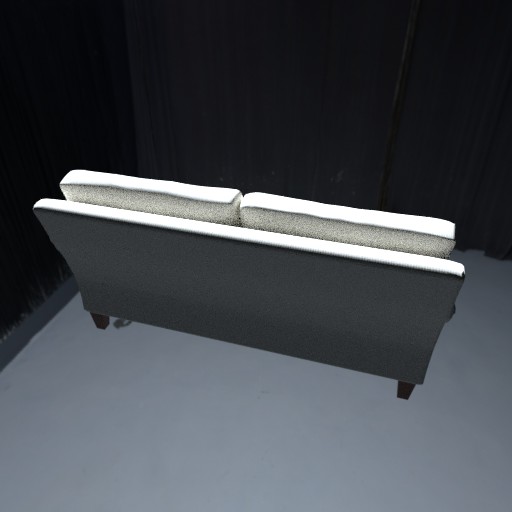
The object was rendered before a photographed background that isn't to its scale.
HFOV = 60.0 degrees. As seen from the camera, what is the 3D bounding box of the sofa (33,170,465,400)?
[{"bbox_3d":[0.000,0.000,2.692,2.159,1.087,1.086,10,35,14],"label":"sofa"}]
